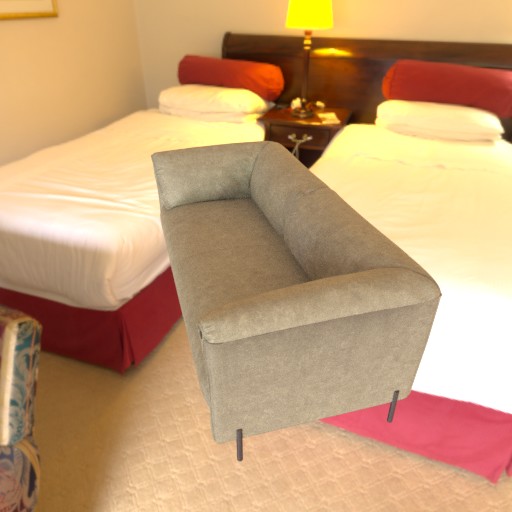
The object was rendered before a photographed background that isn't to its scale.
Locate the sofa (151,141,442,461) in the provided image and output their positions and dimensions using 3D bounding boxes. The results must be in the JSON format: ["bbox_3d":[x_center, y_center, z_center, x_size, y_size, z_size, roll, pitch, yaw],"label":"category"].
[{"bbox_3d":[0.000,0.000,2.415,0.905,0.747,1.878,-8,32,-14],"label":"sofa"}]
